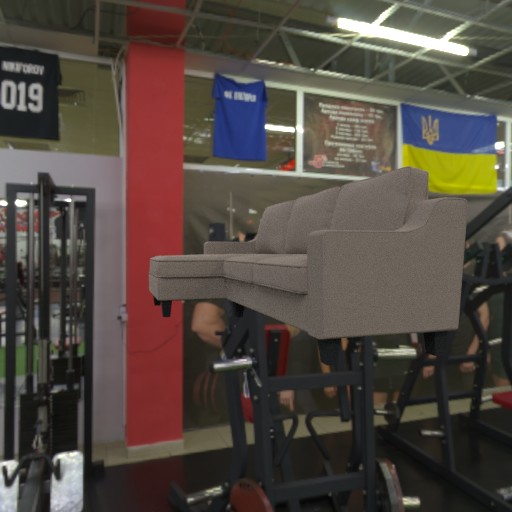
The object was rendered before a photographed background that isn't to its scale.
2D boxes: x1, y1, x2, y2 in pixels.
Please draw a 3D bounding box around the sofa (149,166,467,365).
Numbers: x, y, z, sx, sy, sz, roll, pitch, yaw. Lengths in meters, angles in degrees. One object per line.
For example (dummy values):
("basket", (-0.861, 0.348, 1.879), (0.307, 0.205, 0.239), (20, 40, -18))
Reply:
("sofa", (0.000, 0.000, 3.115), (1.294, 0.928, 2.561), (0, 1, -18))
